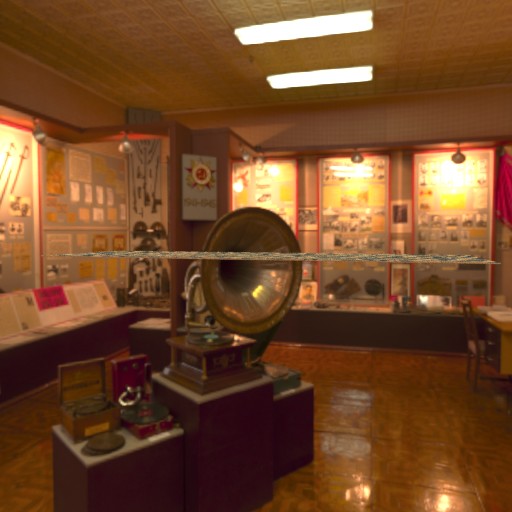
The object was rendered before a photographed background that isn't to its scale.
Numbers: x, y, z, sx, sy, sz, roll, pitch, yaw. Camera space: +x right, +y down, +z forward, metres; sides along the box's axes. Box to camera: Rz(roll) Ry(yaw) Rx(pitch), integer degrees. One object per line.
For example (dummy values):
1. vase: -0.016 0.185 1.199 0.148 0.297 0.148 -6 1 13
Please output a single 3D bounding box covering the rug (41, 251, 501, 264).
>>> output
1. rug: 0.000 0.000 2.636 2.446 0.011 0.768 1 3 17
